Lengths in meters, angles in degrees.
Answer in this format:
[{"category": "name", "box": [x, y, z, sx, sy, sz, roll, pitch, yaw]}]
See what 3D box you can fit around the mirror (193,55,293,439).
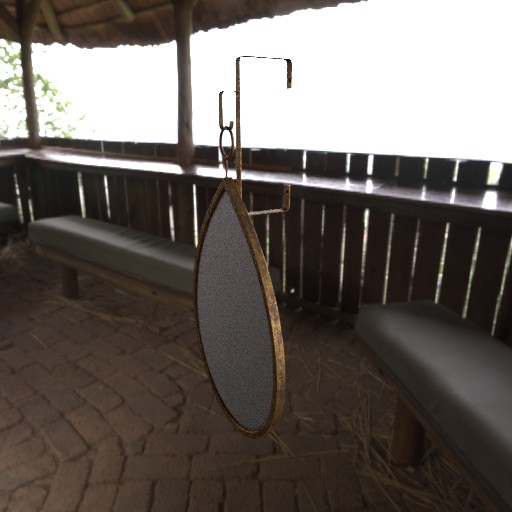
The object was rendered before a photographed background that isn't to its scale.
[{"category": "mirror", "box": [0.000, 0.000, 0.901, 0.144, 0.744, 0.405, -9, 19, -27]}]
